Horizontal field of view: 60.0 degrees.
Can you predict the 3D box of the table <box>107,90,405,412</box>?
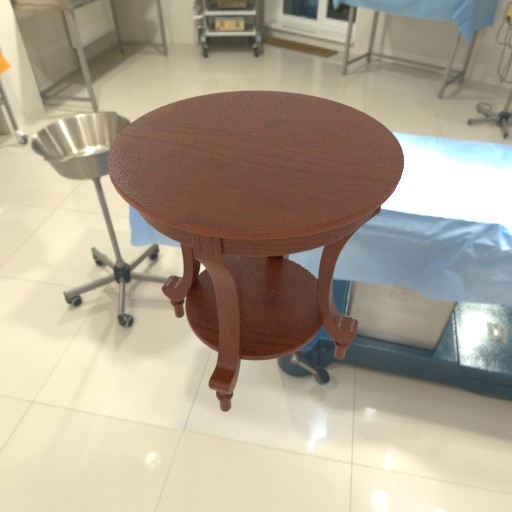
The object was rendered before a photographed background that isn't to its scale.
[{"bbox_3d":[0.000,0.000,1.113,0.597,0.612,0.597,0,41,0],"label":"table"}]
